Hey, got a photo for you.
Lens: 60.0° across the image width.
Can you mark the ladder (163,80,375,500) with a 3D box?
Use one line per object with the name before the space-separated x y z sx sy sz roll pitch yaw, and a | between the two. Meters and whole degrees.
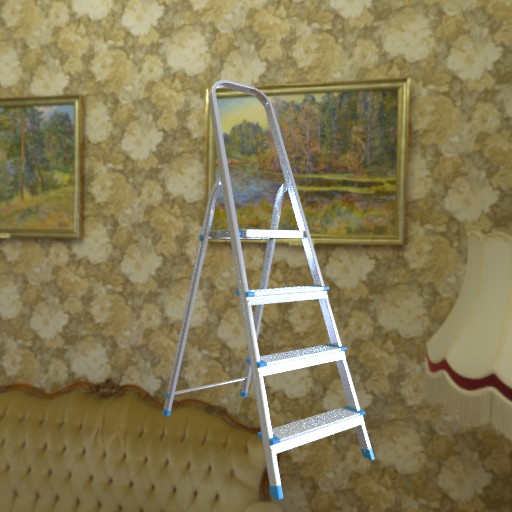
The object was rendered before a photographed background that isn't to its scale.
ladder | 0.000 0.000 1.773 0.445 1.434 0.842 -1 2 -36
